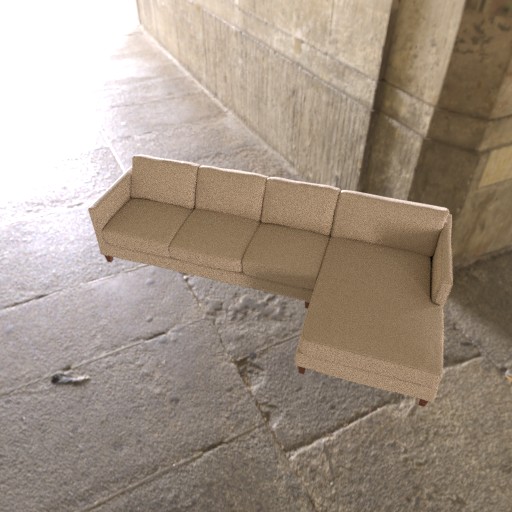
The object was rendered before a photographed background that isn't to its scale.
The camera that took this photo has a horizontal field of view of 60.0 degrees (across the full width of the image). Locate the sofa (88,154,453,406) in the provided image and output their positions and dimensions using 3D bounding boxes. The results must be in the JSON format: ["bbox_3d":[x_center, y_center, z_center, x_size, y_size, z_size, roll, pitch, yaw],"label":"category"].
[{"bbox_3d":[0.000,0.000,3.916,3.186,0.861,1.625,12,43,13],"label":"sofa"}]
